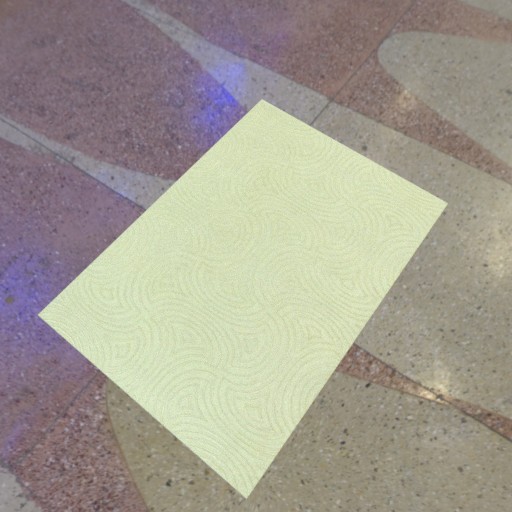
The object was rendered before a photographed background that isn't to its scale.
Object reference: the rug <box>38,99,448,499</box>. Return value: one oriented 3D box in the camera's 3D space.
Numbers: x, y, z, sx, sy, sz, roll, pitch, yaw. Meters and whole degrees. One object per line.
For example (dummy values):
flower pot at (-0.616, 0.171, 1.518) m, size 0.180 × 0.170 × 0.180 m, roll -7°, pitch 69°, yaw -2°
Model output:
rug at (0.000, 0.000, 2.719) m, size 1.526 × 0.015 × 2.132 m, roll 34°, pitch 68°, yaw 16°
